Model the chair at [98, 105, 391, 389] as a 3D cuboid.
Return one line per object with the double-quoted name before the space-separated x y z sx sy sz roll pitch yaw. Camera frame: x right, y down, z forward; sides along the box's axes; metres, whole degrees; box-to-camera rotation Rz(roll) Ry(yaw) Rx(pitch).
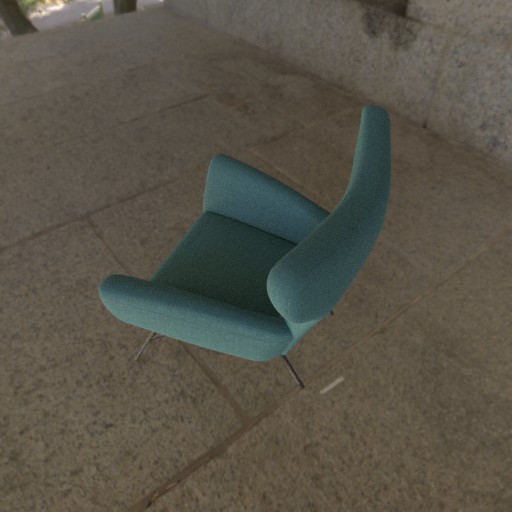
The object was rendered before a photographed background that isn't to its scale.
"chair" 0.000 0.000 1.796 0.900 0.980 1.050 17 47 16
